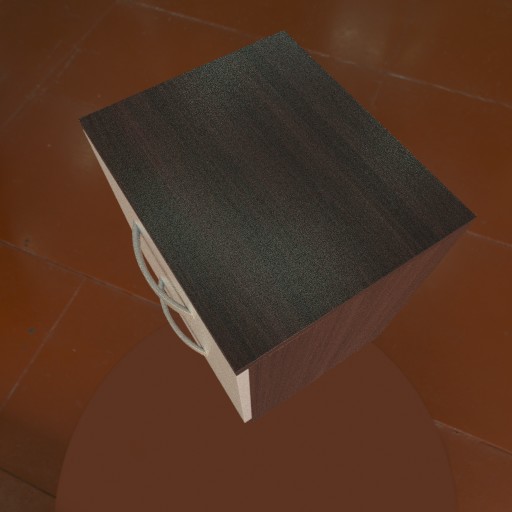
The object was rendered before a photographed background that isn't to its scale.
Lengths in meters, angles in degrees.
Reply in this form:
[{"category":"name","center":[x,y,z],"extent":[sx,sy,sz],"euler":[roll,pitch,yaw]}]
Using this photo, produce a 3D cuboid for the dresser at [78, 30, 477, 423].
[{"category":"dresser","center":[0.000,0.000,0.761],"extent":[0.360,0.470,0.400],"euler":[-30,67,-14]}]
